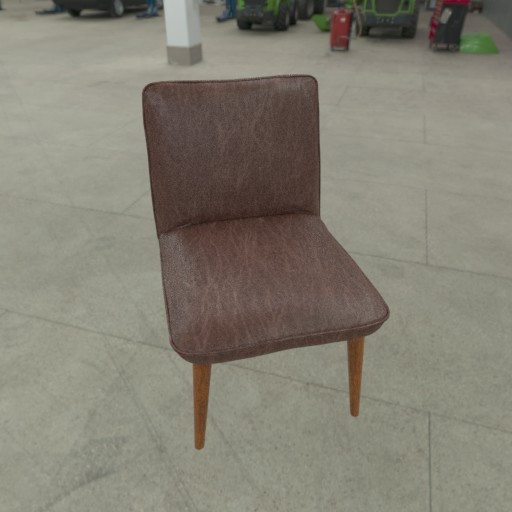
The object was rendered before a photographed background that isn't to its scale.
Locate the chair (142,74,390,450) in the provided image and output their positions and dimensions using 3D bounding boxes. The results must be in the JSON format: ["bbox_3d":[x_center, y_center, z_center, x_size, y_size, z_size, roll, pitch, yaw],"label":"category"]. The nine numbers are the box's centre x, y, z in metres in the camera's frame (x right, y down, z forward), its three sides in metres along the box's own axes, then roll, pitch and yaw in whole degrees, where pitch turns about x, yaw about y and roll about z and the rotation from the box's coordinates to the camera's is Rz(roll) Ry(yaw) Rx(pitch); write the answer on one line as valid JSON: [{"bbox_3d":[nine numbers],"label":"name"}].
[{"bbox_3d":[0.000,0.000,1.198,0.543,0.803,0.645,-10,35,-15],"label":"chair"}]
